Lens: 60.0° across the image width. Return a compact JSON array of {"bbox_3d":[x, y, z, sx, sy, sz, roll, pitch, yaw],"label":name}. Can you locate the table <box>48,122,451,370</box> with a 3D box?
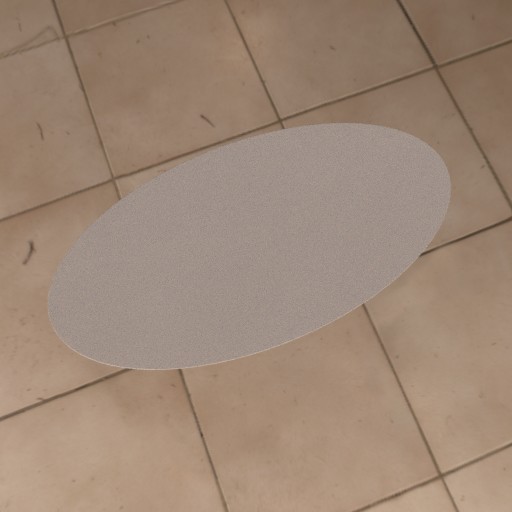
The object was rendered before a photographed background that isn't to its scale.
[{"bbox_3d":[0.000,0.000,1.315,1.083,0.390,0.542,-22,77,-5],"label":"table"}]
